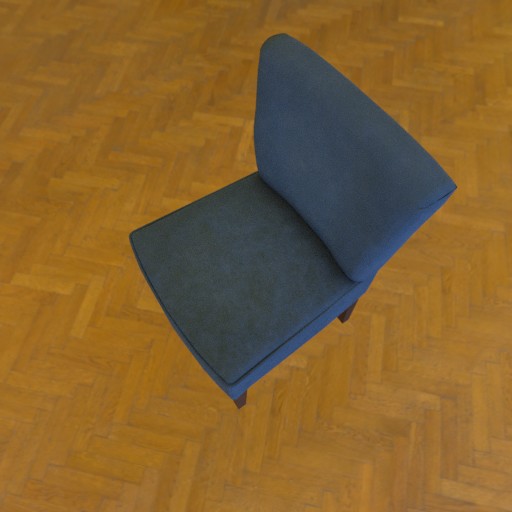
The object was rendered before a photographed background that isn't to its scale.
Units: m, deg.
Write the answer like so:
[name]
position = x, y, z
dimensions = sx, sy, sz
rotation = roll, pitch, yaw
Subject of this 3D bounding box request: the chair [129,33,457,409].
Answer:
[chair]
position = 0.000, 0.000, 1.165
dimensions = 0.551, 0.806, 0.521
rotation = -32, 67, -15
